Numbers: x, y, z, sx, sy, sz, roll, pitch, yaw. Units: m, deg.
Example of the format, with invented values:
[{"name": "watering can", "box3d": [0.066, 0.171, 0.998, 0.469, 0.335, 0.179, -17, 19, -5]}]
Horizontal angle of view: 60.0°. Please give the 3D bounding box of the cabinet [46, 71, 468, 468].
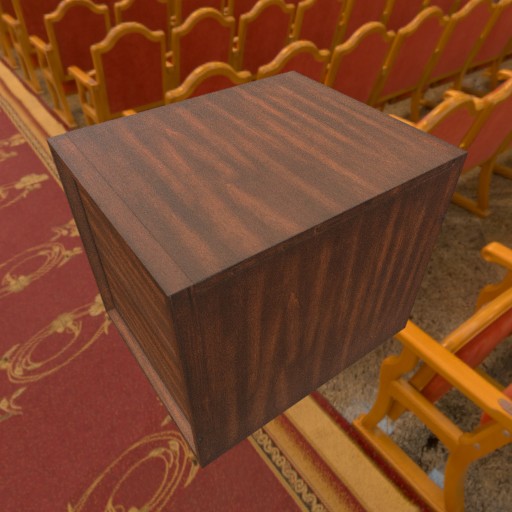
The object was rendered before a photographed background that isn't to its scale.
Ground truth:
[{"name": "cabinet", "box3d": [0.000, 0.000, 0.816, 0.500, 0.455, 0.402, -26, 48, -26]}]
